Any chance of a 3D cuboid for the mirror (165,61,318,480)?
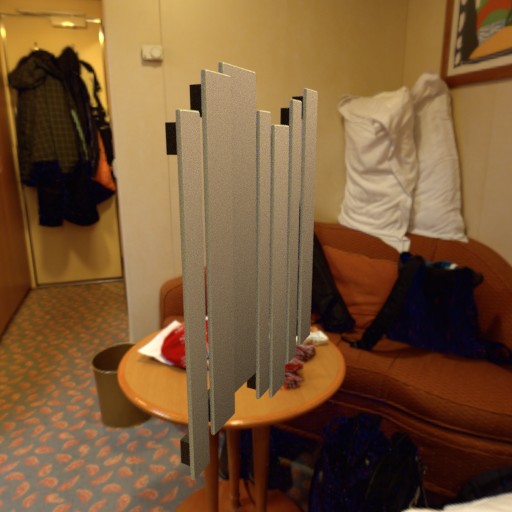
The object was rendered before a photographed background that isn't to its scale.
[{"bbox_3d":[0.000,0.000,0.790,0.058,0.611,0.445,7,16,26],"label":"mirror"}]
